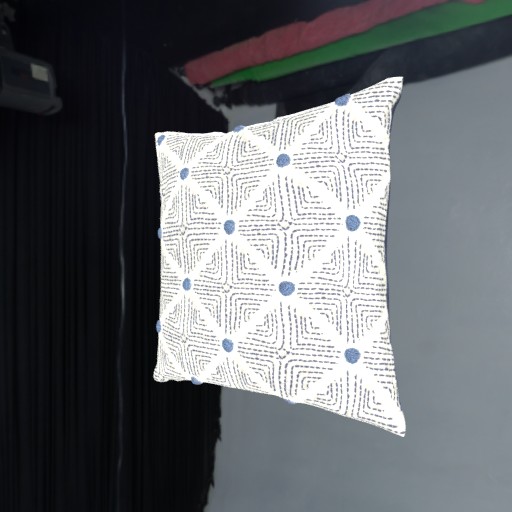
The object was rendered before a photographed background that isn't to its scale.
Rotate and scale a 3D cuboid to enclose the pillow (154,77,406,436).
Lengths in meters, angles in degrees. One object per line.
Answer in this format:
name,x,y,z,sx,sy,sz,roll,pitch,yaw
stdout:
pillow,0.000,0.000,0.768,0.510,0.510,0.145,0,0,35
